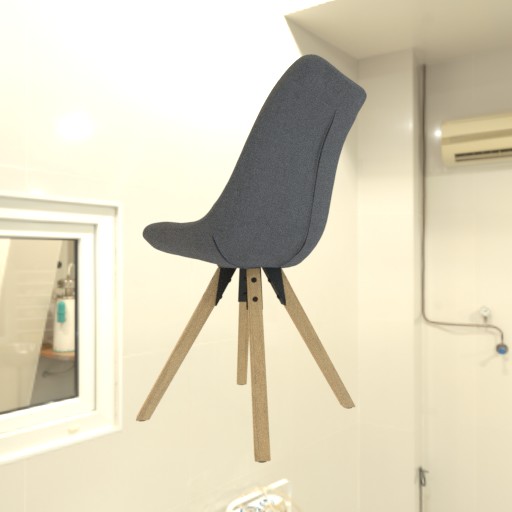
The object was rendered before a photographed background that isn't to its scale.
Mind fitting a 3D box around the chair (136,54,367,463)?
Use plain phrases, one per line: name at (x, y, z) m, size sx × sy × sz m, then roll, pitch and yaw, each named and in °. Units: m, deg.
chair at (0.000, 0.000, 1.188) m, size 0.550 × 0.850 × 0.485 m, roll 0°, pitch -1°, yaw 37°
